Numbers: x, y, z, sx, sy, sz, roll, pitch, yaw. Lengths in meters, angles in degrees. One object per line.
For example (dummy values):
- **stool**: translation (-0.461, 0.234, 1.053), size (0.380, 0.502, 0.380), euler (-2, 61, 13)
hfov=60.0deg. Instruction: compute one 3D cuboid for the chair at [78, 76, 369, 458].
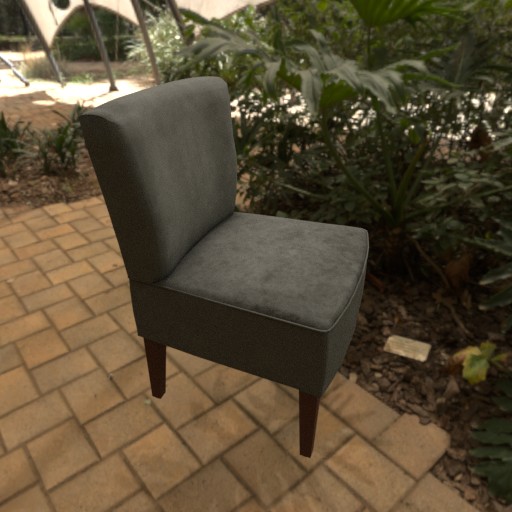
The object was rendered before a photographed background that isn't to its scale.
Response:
- **chair**: translation (0.000, 0.000, 1.149), size (0.554, 0.806, 0.521), euler (11, 31, 18)
